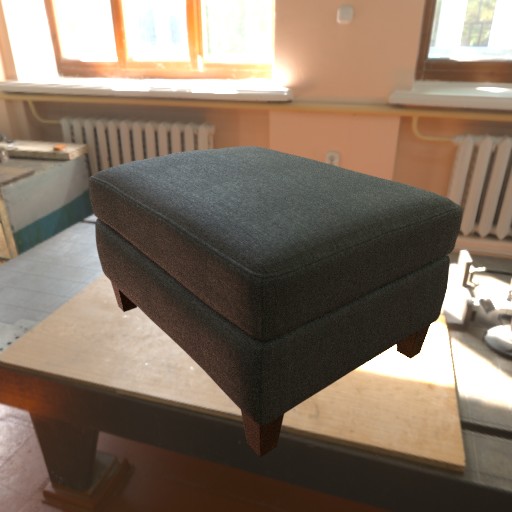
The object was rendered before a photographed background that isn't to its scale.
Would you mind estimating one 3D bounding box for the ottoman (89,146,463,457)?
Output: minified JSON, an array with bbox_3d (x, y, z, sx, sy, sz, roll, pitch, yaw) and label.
[{"bbox_3d":[0.000,0.000,1.227,0.639,0.496,0.826,-19,31,-34],"label":"ottoman"}]
